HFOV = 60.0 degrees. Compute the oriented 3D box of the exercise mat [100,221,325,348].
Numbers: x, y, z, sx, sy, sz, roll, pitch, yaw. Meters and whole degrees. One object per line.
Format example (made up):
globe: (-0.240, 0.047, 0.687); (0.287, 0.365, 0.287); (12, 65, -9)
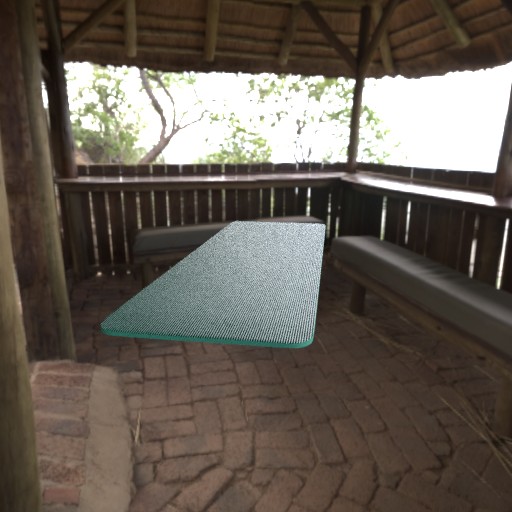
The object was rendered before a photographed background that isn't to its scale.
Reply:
exercise mat: (0.000, 0.000, 2.091); (0.616, 0.021, 1.869); (2, 14, 9)
